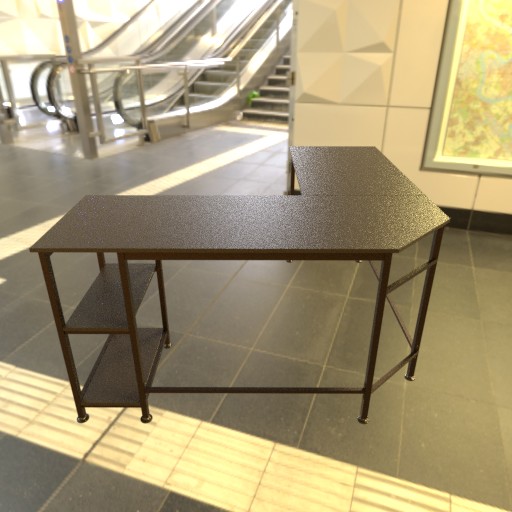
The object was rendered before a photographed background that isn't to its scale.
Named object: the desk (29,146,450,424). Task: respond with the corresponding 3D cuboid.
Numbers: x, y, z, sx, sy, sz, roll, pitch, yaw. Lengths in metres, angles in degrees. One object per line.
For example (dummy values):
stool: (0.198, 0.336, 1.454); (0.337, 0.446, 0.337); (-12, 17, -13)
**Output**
desk: (0.000, 0.000, 2.130); (1.379, 0.739, 1.379); (0, 27, 0)
